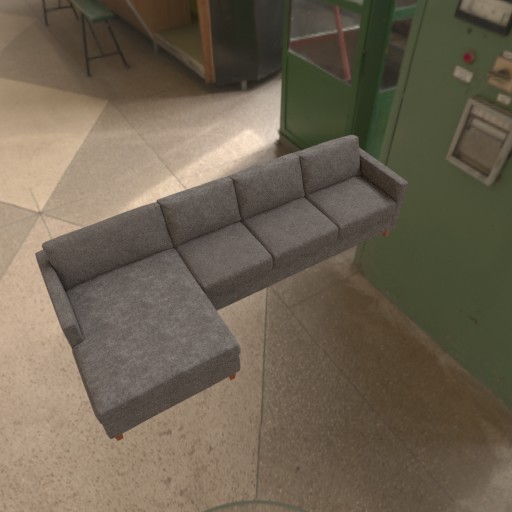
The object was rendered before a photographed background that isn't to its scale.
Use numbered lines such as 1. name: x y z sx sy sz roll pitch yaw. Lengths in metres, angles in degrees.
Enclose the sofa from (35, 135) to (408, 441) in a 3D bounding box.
1. sofa: 0.000 0.000 4.103 3.471 0.954 1.606 -23 50 -21
